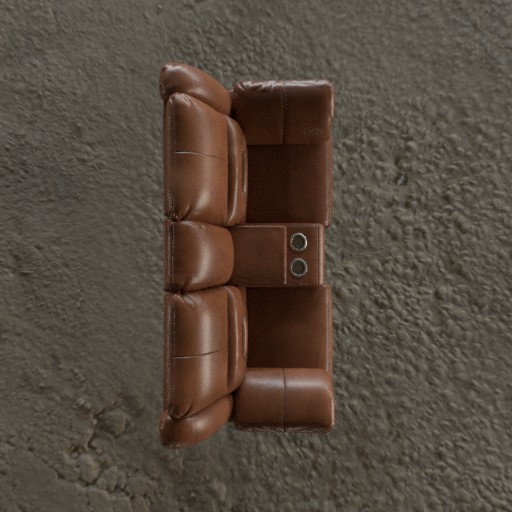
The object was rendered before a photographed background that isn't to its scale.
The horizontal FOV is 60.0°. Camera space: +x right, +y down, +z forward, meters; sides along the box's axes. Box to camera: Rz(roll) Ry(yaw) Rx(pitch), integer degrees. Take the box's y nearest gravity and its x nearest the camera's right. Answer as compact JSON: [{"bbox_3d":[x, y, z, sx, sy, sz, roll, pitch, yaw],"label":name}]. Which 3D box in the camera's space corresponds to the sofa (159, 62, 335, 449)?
[{"bbox_3d":[0.000,0.000,2.650,0.991,1.043,2.058,0,90,0],"label":"sofa"}]
